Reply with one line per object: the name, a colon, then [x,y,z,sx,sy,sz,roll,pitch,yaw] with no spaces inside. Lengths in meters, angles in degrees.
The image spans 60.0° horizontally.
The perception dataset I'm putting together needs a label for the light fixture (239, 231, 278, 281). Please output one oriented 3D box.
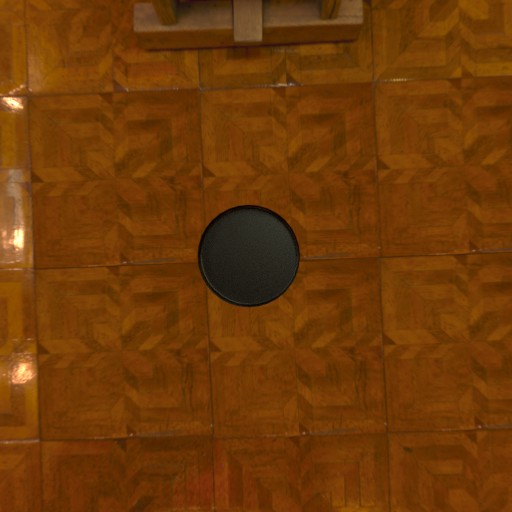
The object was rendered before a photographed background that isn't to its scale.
light fixture: [0.000,0.000,0.991,0.123,0.920,0.123,0,90,1]
